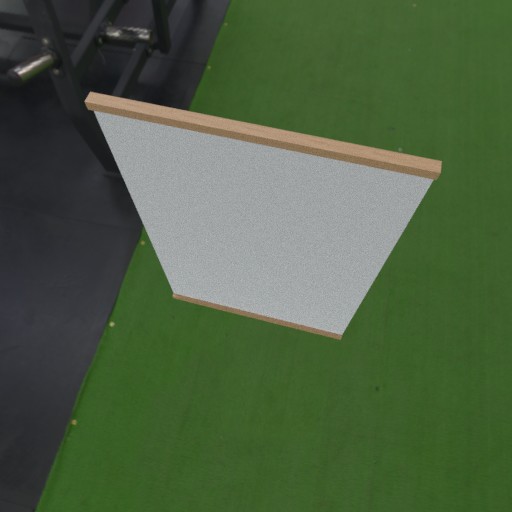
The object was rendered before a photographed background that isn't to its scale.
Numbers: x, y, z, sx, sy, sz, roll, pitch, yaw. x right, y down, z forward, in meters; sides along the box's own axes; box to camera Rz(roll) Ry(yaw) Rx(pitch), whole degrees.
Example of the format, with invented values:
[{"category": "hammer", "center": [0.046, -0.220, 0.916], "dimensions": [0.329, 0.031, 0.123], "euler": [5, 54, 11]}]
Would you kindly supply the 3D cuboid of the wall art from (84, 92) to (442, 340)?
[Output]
[{"category": "wall art", "center": [0.000, 0.000, 0.634], "dimensions": [0.335, 0.510, 0.013], "euler": [13, 64, 7]}]
